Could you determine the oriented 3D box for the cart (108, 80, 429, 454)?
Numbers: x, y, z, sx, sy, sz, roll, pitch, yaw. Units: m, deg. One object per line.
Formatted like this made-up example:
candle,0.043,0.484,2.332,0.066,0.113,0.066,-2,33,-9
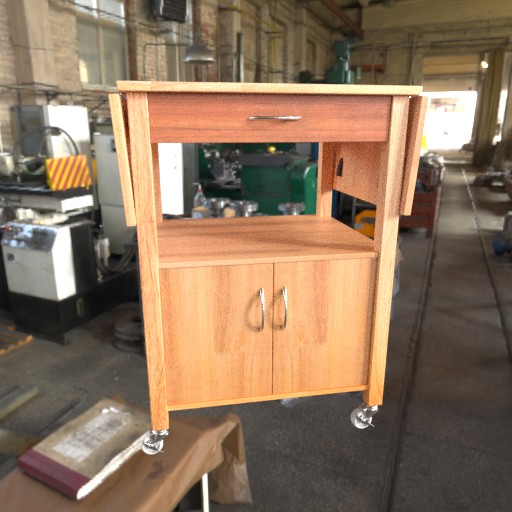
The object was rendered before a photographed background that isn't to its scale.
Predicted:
cart,0.000,0.000,1.212,0.640,0.838,0.508,-3,16,-10
